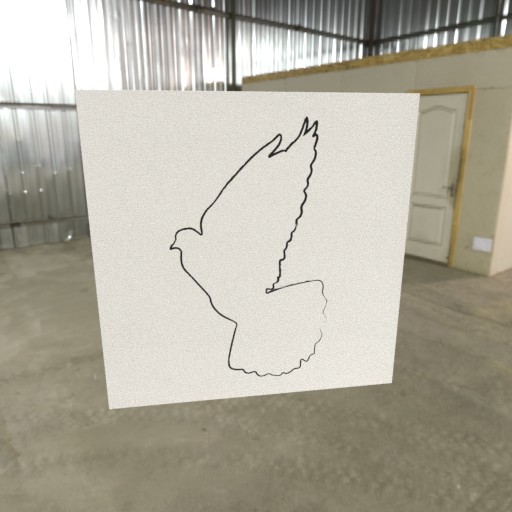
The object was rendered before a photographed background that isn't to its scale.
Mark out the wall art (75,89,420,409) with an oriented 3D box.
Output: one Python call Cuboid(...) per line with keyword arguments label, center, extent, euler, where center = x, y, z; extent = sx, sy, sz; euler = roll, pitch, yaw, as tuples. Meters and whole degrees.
Cuboid(label="wall art", center=(0.000, 0.000, 0.878), extent=(0.610, 0.610, 0.038), euler=(-3, 16, -9))
